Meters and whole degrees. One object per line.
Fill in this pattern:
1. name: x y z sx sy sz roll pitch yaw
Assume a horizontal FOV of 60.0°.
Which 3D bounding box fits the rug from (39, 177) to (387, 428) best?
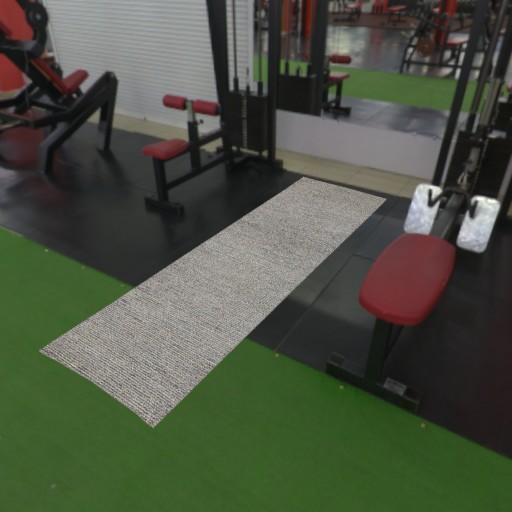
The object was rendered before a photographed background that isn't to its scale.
1. rug: 0.000 0.000 2.581 0.697 0.013 2.335 21 39 29
